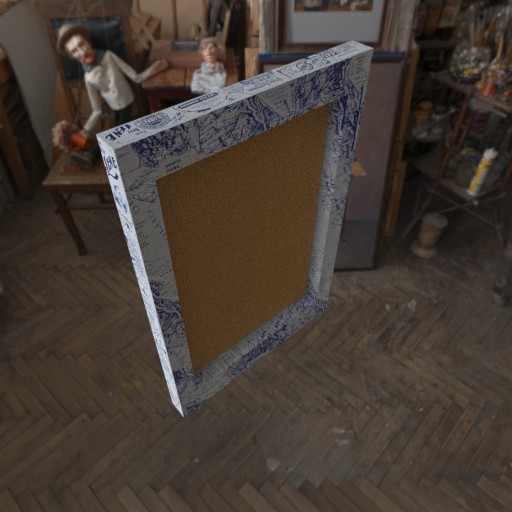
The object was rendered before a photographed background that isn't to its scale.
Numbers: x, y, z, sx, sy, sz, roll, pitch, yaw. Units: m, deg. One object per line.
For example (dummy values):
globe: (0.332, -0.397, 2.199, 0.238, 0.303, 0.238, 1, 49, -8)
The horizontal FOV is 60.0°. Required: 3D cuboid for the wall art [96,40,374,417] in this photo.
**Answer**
wall art: (0.000, 0.000, 0.475, 0.255, 0.376, 0.025, -31, 53, -27)
